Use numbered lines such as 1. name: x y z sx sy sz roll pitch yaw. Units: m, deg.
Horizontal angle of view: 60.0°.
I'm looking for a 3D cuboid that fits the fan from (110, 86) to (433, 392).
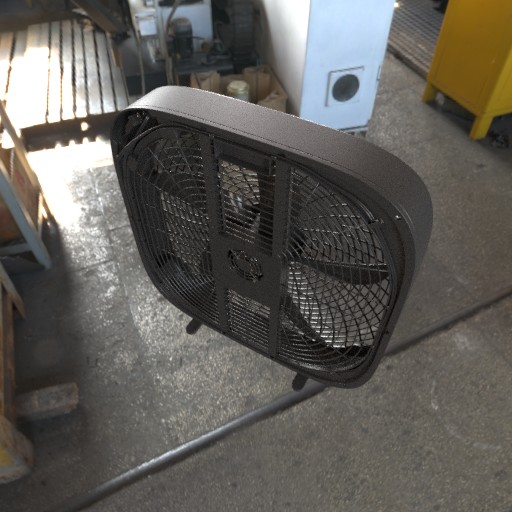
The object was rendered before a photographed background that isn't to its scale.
1. fan: 0.000 0.000 0.791 0.526 0.533 0.142 23 52 20
